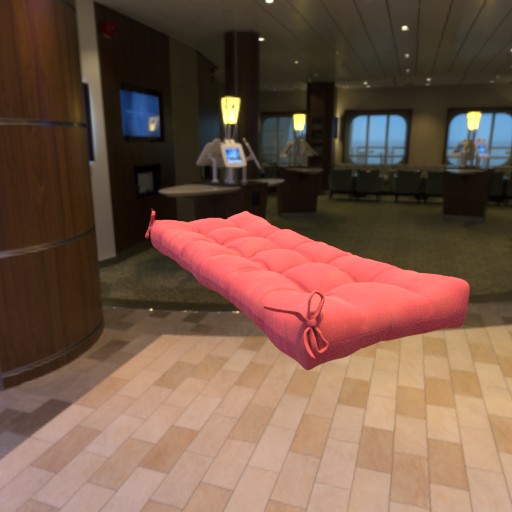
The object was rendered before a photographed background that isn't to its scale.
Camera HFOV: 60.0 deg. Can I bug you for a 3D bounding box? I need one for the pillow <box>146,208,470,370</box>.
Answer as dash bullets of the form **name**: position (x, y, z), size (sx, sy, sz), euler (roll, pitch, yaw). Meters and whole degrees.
- **pillow**: position (0.000, 0.000, 1.360), size (0.511, 0.174, 1.194), euler (-7, 16, -26)
